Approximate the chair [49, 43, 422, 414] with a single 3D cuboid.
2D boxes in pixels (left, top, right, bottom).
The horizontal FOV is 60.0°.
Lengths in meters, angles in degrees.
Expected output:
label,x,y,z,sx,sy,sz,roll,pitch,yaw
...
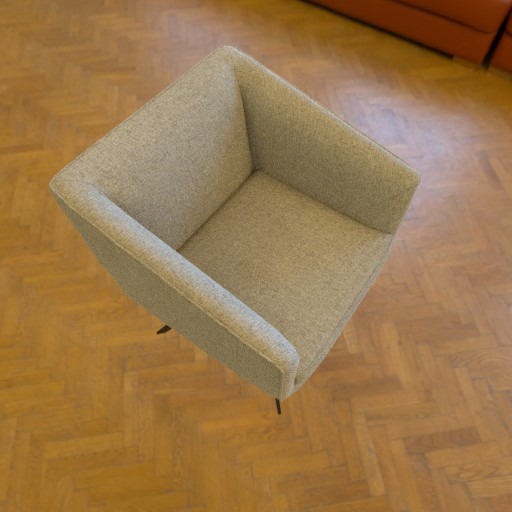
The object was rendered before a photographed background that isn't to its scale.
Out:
label,x,y,z,sx,sy,sz,roll,pitch,yaw
chair,0.000,0.000,1.251,0.623,0.760,0.628,31,63,18
